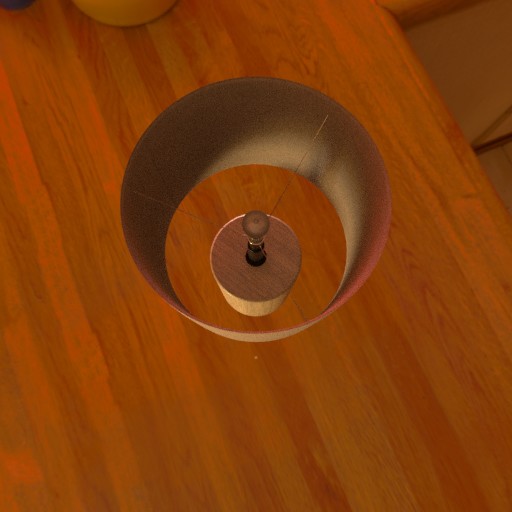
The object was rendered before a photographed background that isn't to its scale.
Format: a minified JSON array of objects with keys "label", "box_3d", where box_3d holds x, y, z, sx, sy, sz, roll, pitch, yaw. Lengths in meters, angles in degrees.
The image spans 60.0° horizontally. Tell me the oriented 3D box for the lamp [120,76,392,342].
[{"label":"lamp","box_3d":[0.000,0.000,0.585,0.228,0.444,0.228,36,80,8]}]
